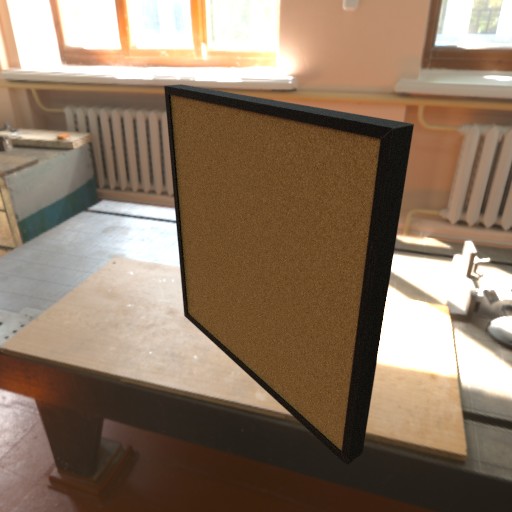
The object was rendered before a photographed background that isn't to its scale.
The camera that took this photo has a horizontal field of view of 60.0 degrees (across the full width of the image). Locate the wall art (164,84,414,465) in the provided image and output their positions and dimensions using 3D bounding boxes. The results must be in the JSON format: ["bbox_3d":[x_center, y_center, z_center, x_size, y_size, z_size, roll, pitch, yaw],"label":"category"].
[{"bbox_3d":[0.000,0.000,0.754,0.036,0.506,0.506,-19,32,-33],"label":"wall art"}]
